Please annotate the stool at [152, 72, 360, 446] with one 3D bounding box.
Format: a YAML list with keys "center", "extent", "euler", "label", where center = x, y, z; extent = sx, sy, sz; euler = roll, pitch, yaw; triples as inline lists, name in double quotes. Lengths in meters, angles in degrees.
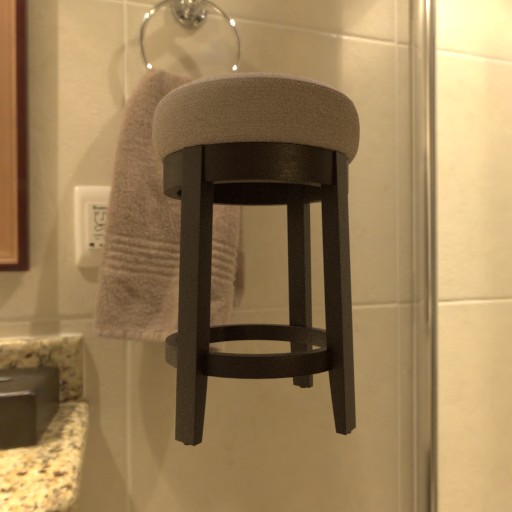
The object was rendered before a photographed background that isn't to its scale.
- center: [0.000, 0.000, 0.968]
  extent: [0.443, 0.672, 0.443]
  euler: [0, 0, 0]
  label: "stool"
